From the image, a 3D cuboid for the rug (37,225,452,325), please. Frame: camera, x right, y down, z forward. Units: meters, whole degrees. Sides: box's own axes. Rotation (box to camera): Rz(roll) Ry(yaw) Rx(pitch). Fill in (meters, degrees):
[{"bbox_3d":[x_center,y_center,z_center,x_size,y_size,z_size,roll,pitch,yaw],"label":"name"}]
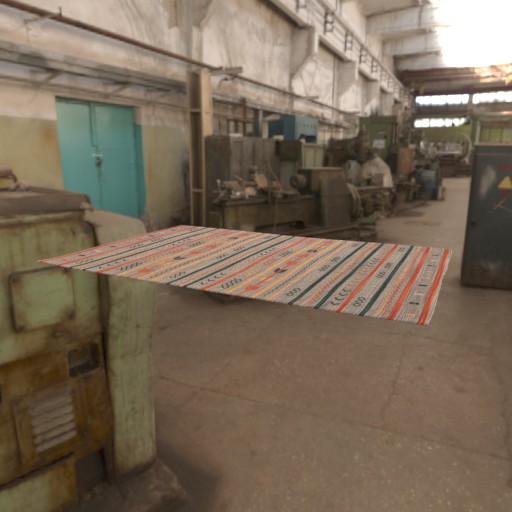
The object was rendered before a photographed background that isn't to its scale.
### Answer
[{"bbox_3d":[0.000,0.000,2.330,1.835,0.017,1.220,7,15,26],"label":"rug"}]
